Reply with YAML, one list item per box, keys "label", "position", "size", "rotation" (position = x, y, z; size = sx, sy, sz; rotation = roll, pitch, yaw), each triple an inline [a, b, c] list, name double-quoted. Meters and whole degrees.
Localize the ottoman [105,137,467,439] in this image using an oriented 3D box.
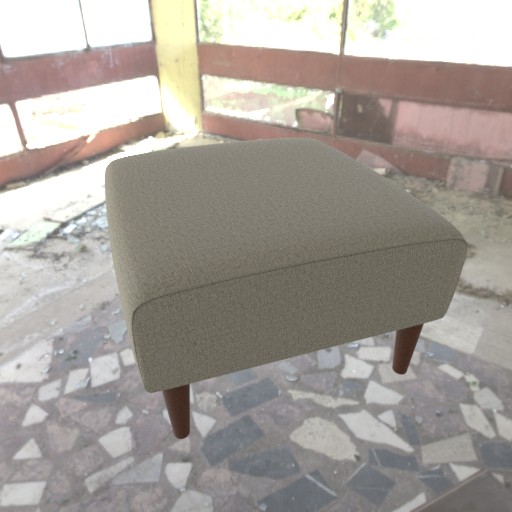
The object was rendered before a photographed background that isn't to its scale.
- label: "ottoman"
  position: [0.000, 0.000, 1.068]
  size: [0.648, 0.399, 0.655]
  rotation: [-10, 33, -17]
